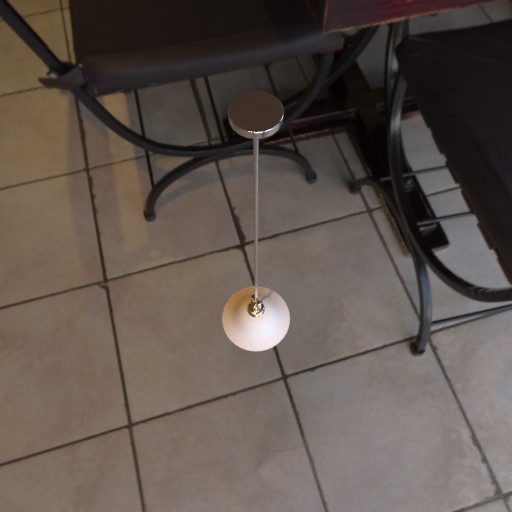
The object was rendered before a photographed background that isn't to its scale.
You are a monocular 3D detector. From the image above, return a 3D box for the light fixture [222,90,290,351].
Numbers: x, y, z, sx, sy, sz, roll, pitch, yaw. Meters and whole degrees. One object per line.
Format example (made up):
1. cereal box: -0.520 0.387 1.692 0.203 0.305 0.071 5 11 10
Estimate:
1. light fixture: 0.000 0.000 1.512 0.324 1.354 0.324 -32 68 -15
